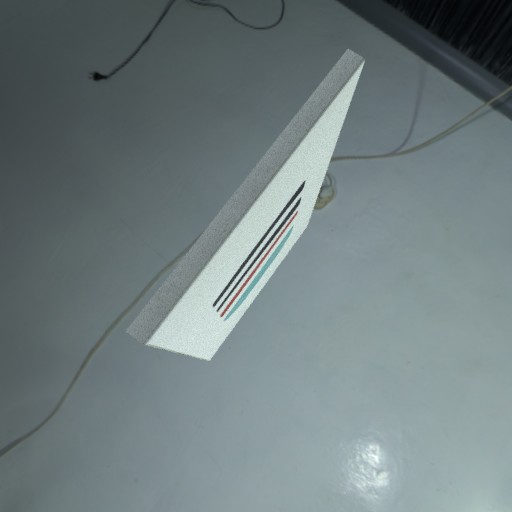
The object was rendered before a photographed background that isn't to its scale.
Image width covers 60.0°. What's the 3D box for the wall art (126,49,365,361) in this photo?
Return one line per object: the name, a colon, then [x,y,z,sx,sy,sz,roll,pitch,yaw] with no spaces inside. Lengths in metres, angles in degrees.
wall art: [0.000,0.000,1.156,0.038,0.912,0.607,35,78,9]
